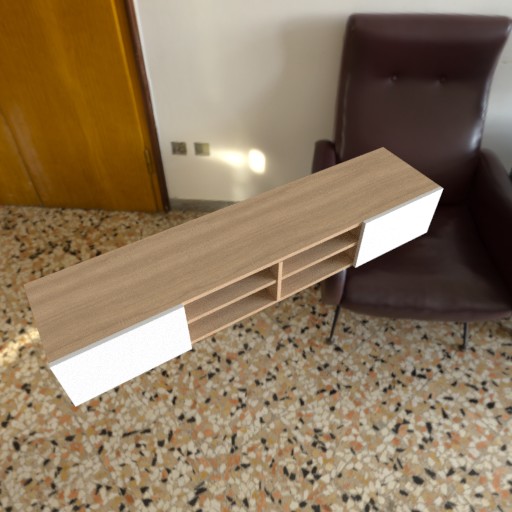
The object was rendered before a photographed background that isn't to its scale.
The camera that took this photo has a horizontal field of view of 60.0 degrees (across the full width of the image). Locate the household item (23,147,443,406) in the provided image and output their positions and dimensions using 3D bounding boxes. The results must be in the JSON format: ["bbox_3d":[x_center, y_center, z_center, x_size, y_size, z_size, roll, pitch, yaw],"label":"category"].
[{"bbox_3d":[0.000,0.000,2.033,1.850,0.310,0.420,-24,51,-21],"label":"household item"}]
